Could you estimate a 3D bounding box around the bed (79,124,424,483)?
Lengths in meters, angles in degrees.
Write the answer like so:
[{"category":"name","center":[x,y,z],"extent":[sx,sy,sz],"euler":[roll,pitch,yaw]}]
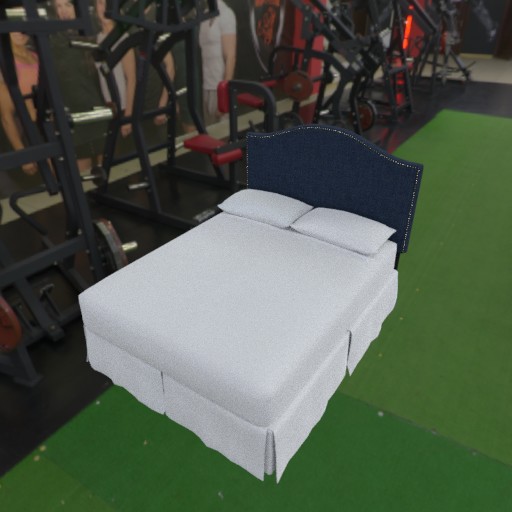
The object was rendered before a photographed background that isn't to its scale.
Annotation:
[{"category":"bed","center":[0.000,0.000,3.325],"extent":[1.725,1.518,2.153],"euler":[19,36,29]}]
